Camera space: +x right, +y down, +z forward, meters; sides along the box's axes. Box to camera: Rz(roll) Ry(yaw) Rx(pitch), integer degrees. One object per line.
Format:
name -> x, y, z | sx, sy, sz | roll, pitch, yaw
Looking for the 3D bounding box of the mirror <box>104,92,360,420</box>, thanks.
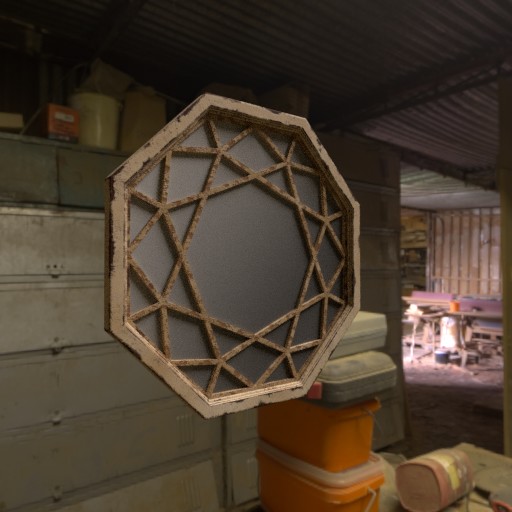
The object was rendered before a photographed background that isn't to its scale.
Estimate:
mirror -> 0.000, 0.000, 0.967 | 0.648, 0.648, 0.031 | 1, -1, -37
